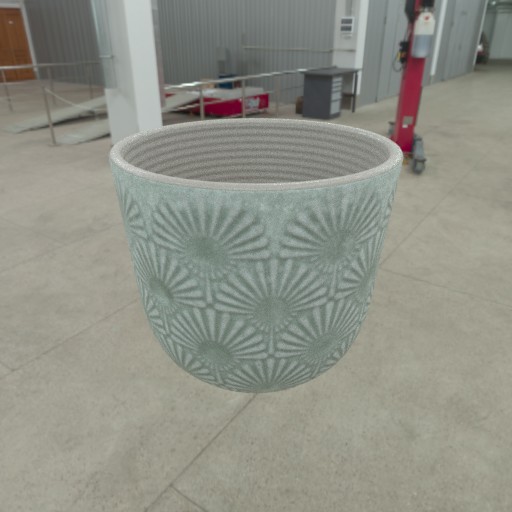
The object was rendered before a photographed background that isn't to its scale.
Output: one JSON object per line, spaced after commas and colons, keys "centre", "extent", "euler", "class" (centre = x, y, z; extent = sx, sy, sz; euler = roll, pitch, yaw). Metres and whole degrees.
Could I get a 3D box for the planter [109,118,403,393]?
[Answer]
{"centre": [0.000, 0.000, 0.299], "extent": [0.170, 0.152, 0.170], "euler": [0, 27, 0], "class": "planter"}
